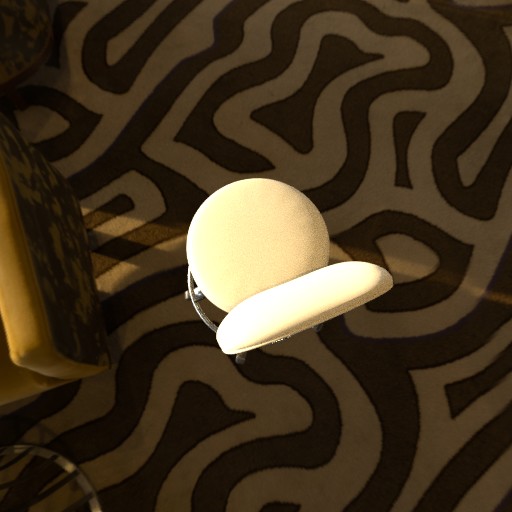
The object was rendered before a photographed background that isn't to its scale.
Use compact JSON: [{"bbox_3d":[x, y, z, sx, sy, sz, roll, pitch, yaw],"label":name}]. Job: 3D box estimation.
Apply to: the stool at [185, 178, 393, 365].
[{"bbox_3d":[0.000,0.000,1.440,0.609,1.080,0.616,-22,76,-6],"label":"stool"}]
